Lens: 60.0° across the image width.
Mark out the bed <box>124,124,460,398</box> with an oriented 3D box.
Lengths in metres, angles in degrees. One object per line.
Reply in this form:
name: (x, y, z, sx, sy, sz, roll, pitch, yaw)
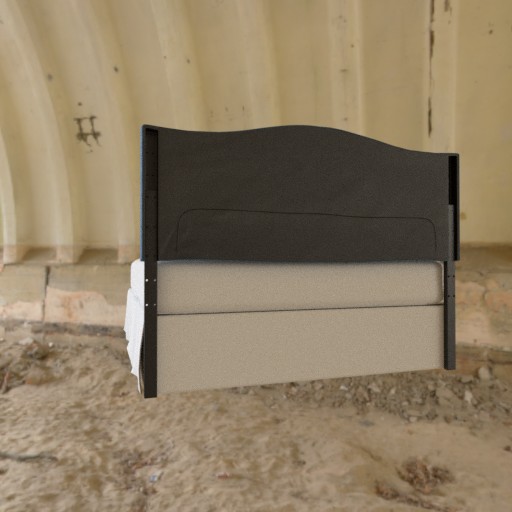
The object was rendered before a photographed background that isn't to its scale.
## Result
bed: (0.000, 0.000, 2.892, 1.610, 1.169, 1.872, 0, -1, -18)
